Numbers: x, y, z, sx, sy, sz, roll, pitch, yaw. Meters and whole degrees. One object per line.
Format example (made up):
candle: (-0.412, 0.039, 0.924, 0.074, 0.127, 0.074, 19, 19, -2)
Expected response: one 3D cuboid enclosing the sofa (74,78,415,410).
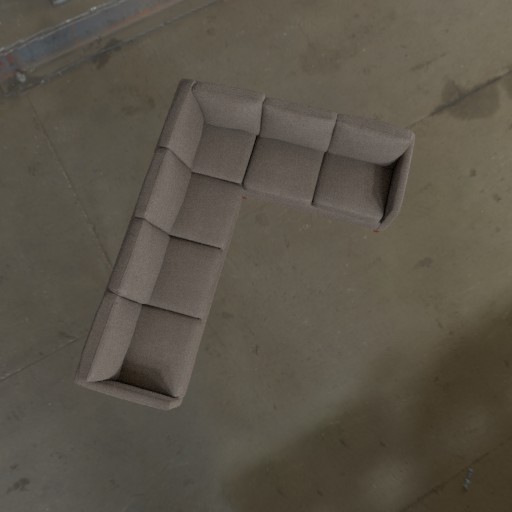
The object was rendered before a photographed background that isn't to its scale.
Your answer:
sofa: (0.000, 0.000, 4.504, 2.593, 0.947, 3.302, 15, 76, 4)
